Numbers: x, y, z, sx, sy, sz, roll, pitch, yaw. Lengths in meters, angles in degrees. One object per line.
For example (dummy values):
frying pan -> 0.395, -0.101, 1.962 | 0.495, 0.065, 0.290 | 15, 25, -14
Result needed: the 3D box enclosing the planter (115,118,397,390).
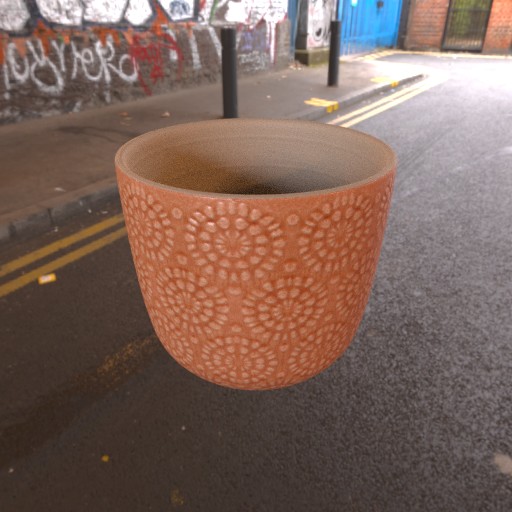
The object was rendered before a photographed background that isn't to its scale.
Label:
planter -> 0.000, 0.000, 0.383 | 0.208, 0.190, 0.208 | 0, 29, 0
